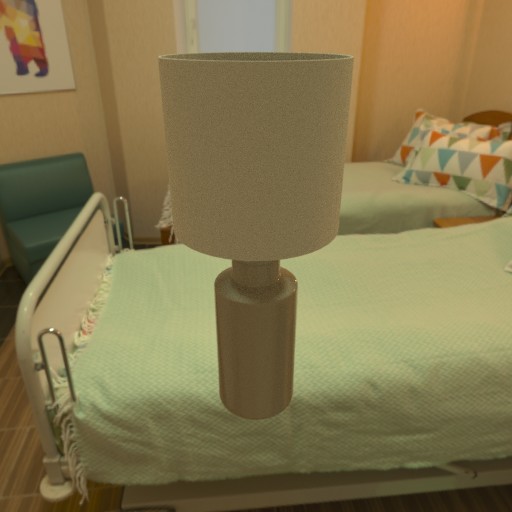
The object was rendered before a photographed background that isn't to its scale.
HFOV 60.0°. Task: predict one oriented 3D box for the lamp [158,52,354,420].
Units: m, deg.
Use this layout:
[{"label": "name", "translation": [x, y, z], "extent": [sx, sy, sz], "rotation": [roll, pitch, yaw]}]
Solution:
[{"label": "lamp", "translation": [0.000, 0.000, 0.598], "extent": [0.212, 0.493, 0.212], "rotation": [-18, 32, -32]}]
